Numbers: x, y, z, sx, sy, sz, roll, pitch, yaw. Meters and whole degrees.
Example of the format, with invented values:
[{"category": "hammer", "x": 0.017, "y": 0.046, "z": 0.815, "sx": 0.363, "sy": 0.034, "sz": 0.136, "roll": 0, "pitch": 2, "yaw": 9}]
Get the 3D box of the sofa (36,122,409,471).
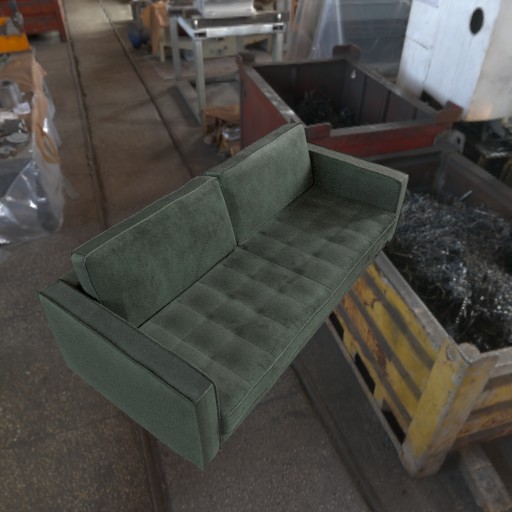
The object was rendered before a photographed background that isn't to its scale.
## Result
[{"category": "sofa", "x": 0.000, "y": 0.000, "z": 2.228, "sx": 0.886, "sy": 0.781, "sz": 1.816, "roll": 25, "pitch": 46, "yaw": 27}]
